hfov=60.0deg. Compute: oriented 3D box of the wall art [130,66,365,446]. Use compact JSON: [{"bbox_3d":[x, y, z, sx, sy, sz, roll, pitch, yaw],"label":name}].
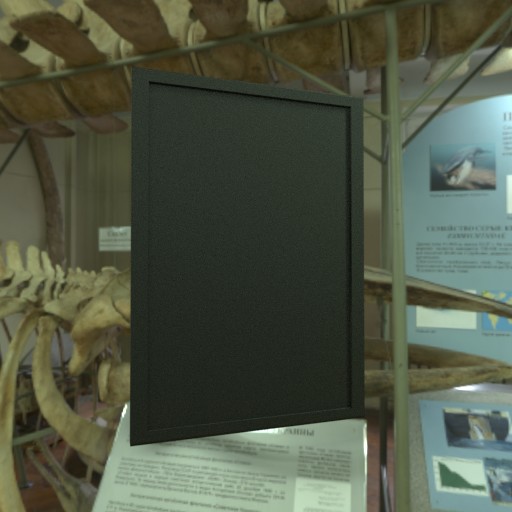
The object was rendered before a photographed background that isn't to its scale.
[{"bbox_3d":[0.000,0.000,0.557,0.303,0.431,0.013,0,-1,-18],"label":"wall art"}]
